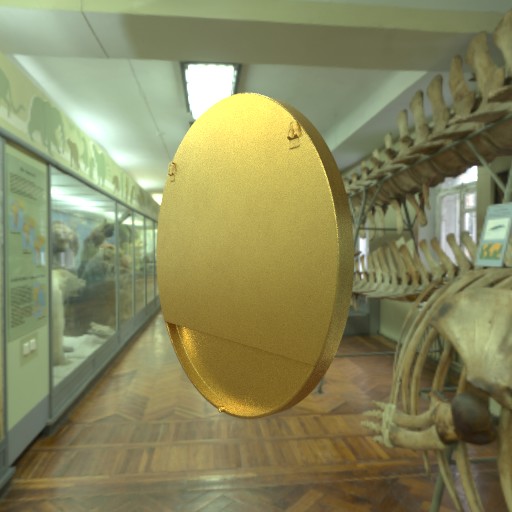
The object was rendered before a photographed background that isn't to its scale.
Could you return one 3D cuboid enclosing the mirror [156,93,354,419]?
[{"bbox_3d":[0.000,0.000,0.684,0.133,0.457,0.457,-1,1,-37],"label":"mirror"}]
